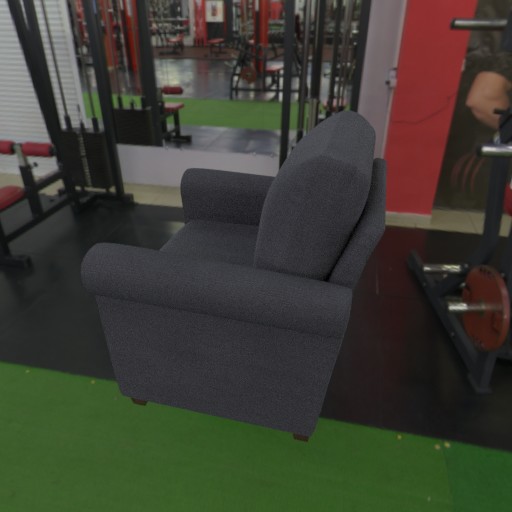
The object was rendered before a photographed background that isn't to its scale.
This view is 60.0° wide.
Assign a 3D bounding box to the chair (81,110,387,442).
[{"bbox_3d":[0.000,0.000,1.599,0.828,0.942,0.867,7,31,13],"label":"chair"}]
